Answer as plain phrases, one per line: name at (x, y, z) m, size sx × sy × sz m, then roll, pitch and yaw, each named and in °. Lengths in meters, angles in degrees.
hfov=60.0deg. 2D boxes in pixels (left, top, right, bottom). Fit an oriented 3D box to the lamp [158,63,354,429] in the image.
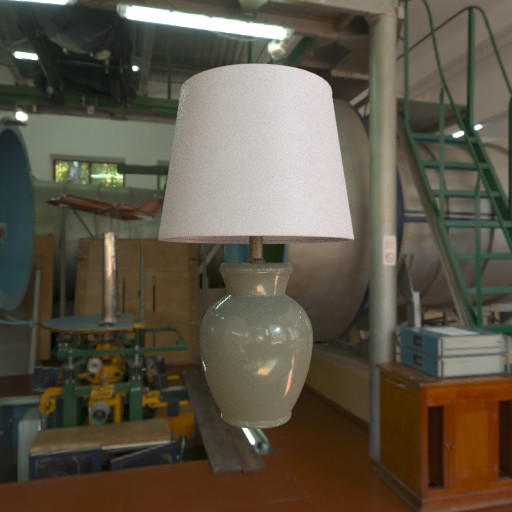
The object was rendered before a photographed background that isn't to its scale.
lamp at (0.000, 0.000, 0.554) m, size 0.239 × 0.399 × 0.239 m, roll 0°, pitch 0°, yaw 0°
